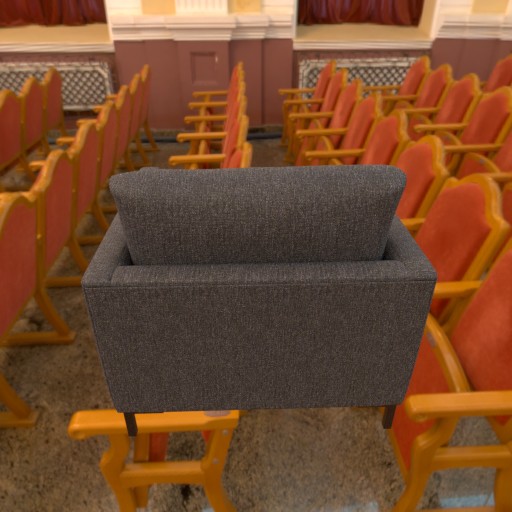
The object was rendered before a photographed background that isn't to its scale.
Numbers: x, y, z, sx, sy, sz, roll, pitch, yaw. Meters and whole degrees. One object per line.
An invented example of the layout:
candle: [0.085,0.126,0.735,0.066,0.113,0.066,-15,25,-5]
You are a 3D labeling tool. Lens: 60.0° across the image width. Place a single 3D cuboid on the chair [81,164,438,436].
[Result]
chair: [0.000,0.000,1.605,0.963,0.861,0.866,-1,31,-2]
